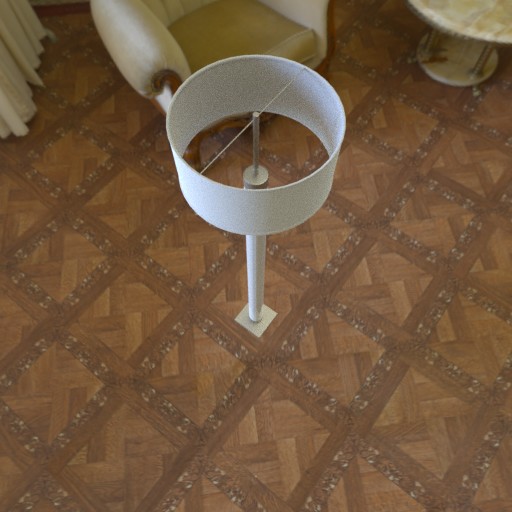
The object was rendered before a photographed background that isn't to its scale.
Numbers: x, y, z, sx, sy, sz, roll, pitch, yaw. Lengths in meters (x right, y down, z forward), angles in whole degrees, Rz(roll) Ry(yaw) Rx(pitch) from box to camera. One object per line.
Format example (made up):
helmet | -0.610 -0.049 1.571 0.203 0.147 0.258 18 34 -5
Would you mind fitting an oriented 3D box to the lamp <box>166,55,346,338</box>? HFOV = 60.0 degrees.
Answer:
lamp | 0.000 0.000 1.685 0.420 1.475 0.420 34 68 15
